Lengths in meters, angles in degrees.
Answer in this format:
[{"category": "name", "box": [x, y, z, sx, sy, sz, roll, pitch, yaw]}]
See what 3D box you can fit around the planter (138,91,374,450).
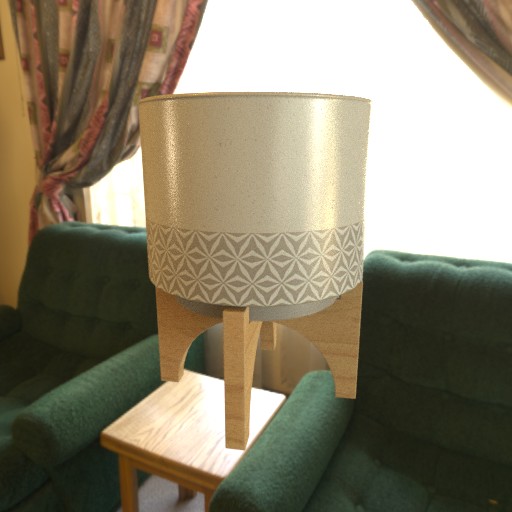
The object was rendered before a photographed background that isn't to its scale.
[{"category": "planter", "box": [0.000, 0.000, 0.525, 0.249, 0.343, 0.249, 0, 15, 0]}]
